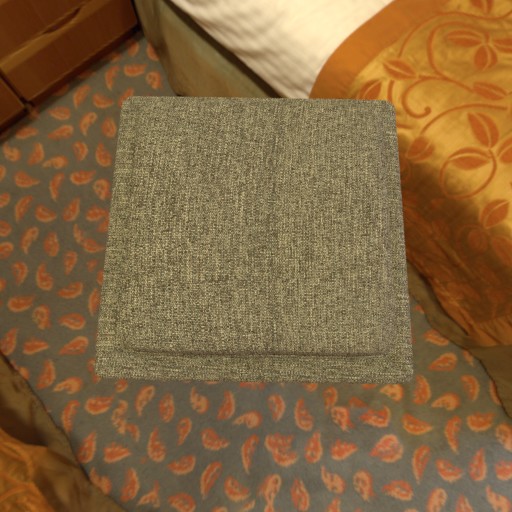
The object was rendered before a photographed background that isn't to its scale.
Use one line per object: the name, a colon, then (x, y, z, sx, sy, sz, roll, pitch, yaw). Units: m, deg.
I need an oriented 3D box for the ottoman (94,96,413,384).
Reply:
ottoman: (0.000, 0.000, 0.833, 0.450, 0.460, 0.450, 1, 75, 0)
